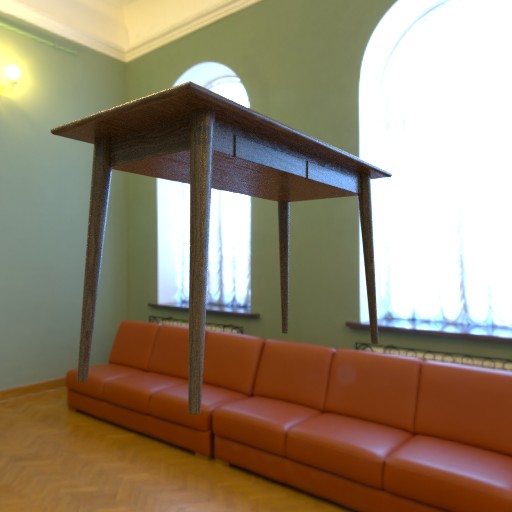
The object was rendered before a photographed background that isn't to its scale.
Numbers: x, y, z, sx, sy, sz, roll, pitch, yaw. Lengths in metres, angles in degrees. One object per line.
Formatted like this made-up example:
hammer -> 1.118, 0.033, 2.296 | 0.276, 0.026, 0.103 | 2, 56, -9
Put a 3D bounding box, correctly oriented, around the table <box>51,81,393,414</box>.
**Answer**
table -> 0.000, 0.000, 1.694 | 0.599, 0.780, 1.300 | -1, -1, 37
